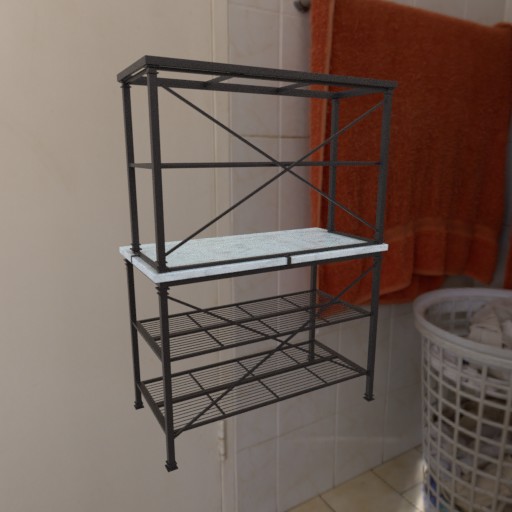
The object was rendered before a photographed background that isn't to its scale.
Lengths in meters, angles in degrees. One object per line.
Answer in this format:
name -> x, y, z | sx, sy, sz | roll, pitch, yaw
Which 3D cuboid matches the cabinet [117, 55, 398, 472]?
cabinet -> 0.000, 0.000, 2.229 | 1.210, 1.659, 0.610 | -7, 15, -28
